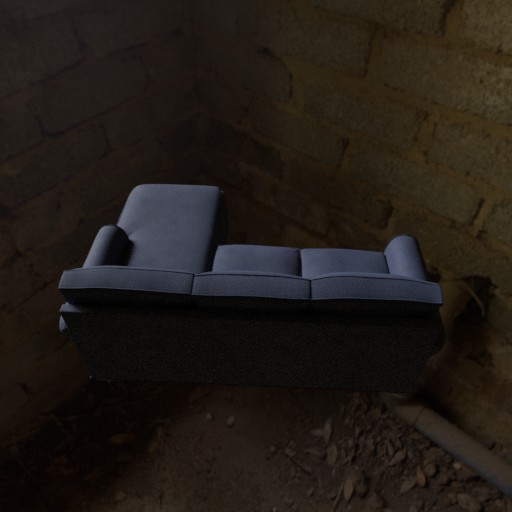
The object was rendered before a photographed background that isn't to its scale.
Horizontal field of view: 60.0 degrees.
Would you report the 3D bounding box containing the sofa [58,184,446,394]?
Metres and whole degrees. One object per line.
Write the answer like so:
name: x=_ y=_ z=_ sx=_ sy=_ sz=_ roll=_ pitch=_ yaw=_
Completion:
sofa: x=0.000 y=0.000 z=3.545 sx=2.567 sy=1.063 sz=1.780 roll=2 pitch=45 yaw=2
